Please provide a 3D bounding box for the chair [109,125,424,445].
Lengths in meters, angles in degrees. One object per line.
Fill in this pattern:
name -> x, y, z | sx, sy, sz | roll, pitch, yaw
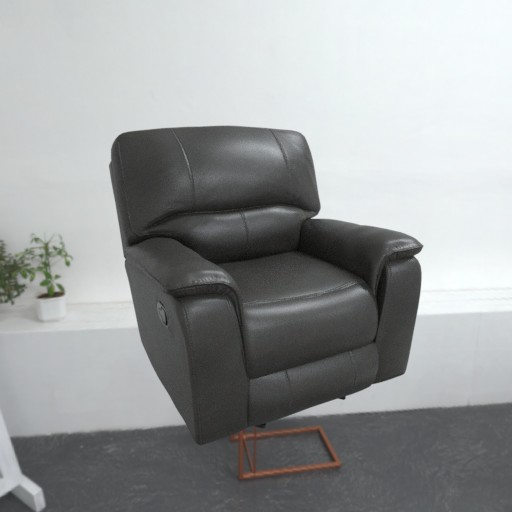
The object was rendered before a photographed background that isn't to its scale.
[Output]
chair -> 0.000, 0.000, 1.986 | 1.096, 1.109, 1.087 | -9, 19, -26
